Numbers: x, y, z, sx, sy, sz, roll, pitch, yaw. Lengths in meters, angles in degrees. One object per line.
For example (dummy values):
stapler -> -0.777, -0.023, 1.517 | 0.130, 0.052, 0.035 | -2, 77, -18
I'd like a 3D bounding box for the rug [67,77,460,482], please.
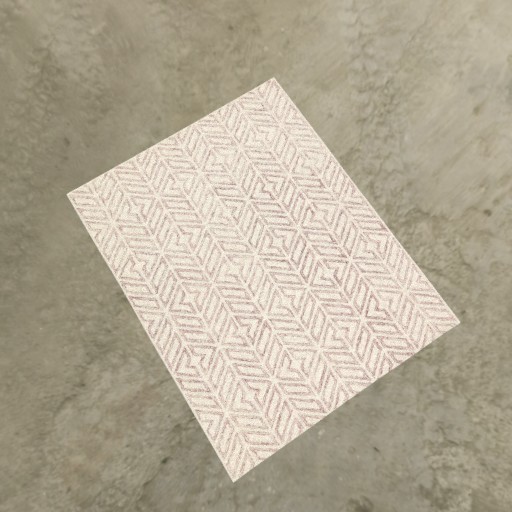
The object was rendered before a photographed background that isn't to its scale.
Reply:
rug -> 0.000, 0.000, 4.152 | 2.421, 0.008, 3.045 | -32, 78, -8
